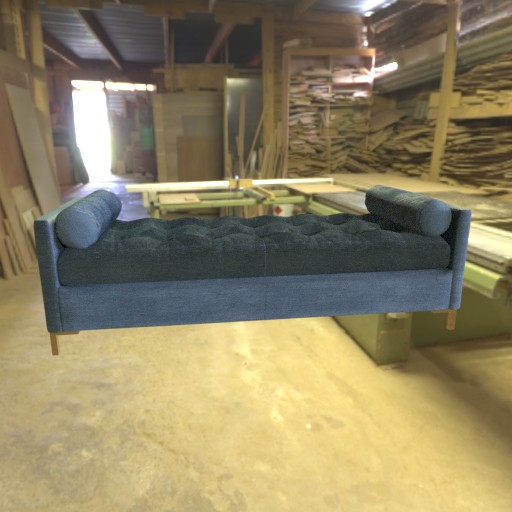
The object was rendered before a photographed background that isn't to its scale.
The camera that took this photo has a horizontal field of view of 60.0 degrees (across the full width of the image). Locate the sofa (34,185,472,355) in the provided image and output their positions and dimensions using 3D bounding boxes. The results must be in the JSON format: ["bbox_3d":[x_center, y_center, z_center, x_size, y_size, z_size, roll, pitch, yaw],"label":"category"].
[{"bbox_3d":[0.000,0.000,2.506,2.102,0.705,0.796,-2,15,-8],"label":"sofa"}]
